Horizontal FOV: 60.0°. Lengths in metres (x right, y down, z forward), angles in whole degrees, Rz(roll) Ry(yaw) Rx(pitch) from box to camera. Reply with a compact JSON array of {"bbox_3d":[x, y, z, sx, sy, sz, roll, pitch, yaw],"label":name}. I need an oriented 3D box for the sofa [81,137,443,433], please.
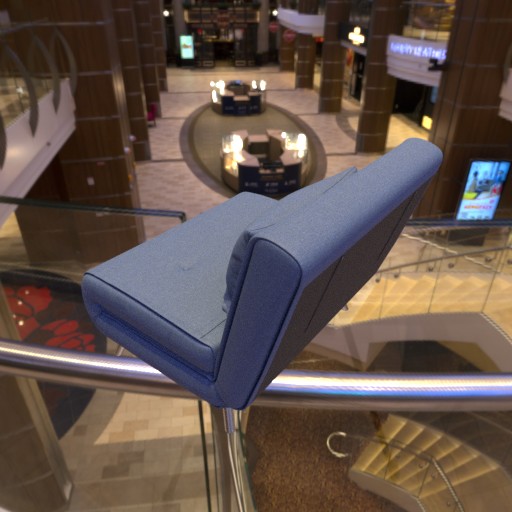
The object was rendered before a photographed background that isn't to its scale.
[{"bbox_3d":[0.000,0.000,1.748,0.996,0.860,0.999,22,38,31],"label":"sofa"}]
